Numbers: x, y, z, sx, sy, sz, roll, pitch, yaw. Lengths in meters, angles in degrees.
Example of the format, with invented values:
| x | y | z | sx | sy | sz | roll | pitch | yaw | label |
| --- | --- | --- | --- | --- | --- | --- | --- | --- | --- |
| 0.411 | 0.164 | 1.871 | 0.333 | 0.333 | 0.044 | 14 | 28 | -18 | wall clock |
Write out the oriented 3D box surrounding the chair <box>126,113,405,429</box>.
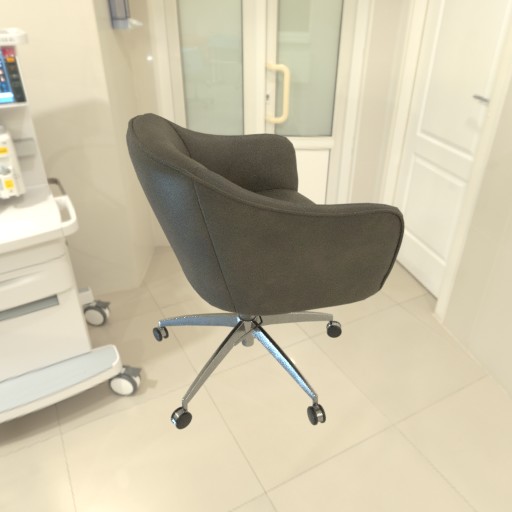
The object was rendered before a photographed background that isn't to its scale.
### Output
| x | y | z | sx | sy | sz | roll | pitch | yaw | label |
| --- | --- | --- | --- | --- | --- | --- | --- | --- | --- |
| 0.000 | 0.000 | 1.372 | 0.689 | 0.827 | 0.713 | -11 | 33 | -18 | chair |
